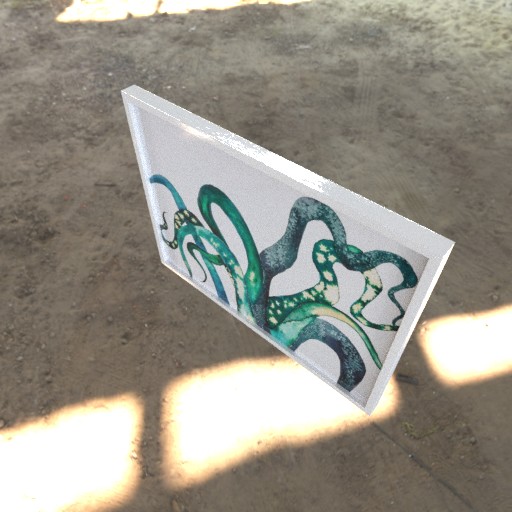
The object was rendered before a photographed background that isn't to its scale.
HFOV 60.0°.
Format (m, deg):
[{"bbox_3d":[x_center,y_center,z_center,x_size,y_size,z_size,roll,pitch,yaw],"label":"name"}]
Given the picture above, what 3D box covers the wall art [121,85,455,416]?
[{"bbox_3d":[0.000,0.000,1.421,1.041,0.787,0.053,33,55,26],"label":"wall art"}]
